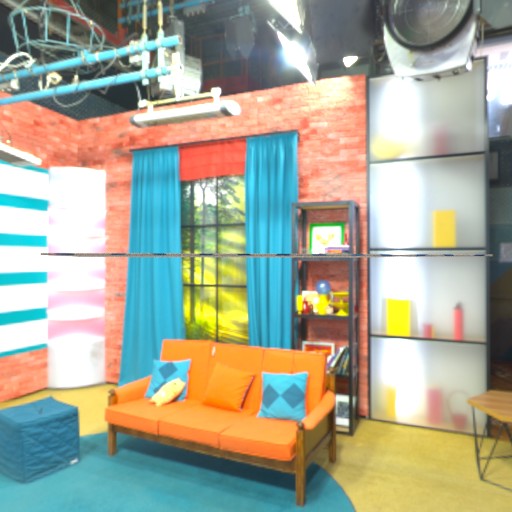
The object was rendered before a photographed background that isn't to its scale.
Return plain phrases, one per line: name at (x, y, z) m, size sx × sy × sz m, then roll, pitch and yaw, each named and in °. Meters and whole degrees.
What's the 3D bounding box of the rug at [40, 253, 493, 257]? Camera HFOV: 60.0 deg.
rug at (0.000, 0.000, 2.294) m, size 1.830 × 0.008 × 1.225 m, roll 0°, pitch 0°, yaw -16°
